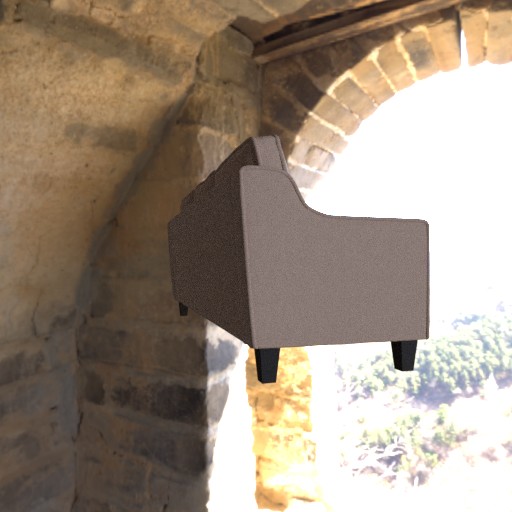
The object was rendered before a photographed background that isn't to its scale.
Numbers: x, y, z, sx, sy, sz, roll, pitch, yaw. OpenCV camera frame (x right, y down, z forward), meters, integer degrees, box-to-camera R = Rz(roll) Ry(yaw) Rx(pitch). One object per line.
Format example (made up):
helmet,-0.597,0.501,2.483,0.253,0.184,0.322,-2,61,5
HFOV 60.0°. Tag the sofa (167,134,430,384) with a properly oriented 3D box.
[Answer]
sofa,0.000,0.000,2.581,0.791,0.902,2.131,0,-1,-18
